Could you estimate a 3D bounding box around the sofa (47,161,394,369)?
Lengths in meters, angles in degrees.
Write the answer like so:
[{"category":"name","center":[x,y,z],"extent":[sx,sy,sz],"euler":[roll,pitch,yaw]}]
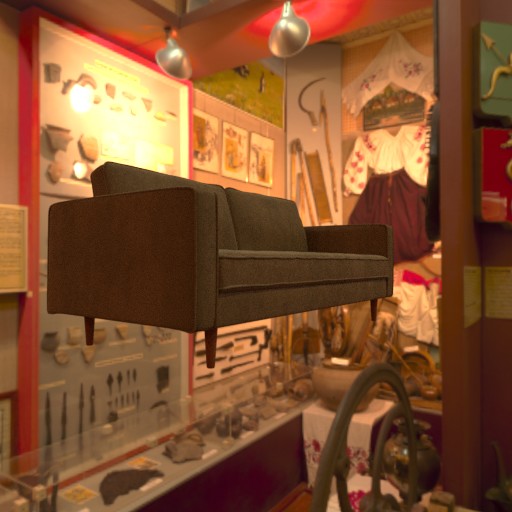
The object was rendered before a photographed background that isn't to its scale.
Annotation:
[{"category":"sofa","center":[0.000,0.000,2.442],"extent":[0.924,0.825,1.920],"euler":[-1,-1,36]}]
